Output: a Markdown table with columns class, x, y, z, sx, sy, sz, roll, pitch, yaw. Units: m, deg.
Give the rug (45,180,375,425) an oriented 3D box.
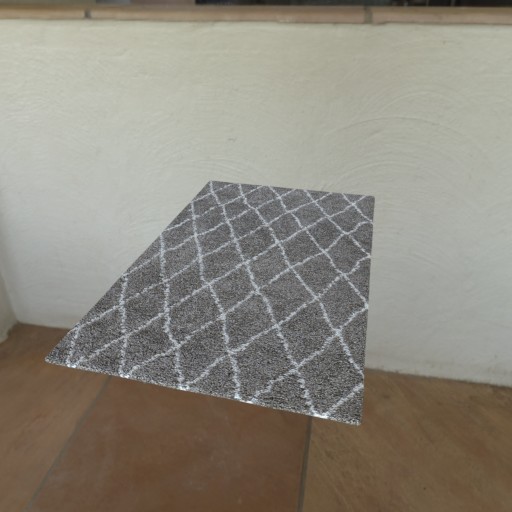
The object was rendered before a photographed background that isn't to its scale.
| class | x | y | z | sx | sy | sz | roll | pitch | yaw |
| --- | --- | --- | --- | --- | --- | --- | --- | --- | --- |
| rug | 0.000 | 0.000 | 3.018 | 1.524 | 0.030 | 2.438 | 7 | 32 | 12 |
